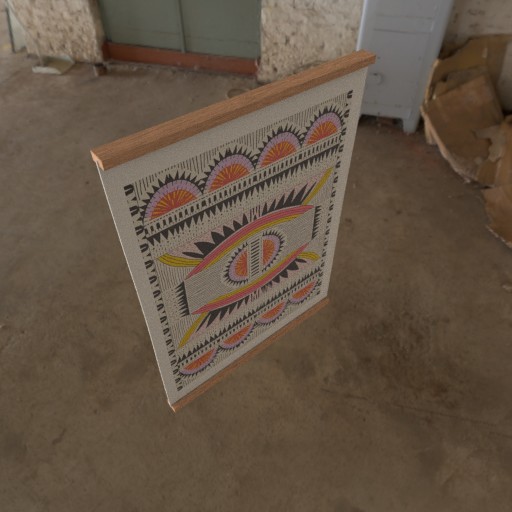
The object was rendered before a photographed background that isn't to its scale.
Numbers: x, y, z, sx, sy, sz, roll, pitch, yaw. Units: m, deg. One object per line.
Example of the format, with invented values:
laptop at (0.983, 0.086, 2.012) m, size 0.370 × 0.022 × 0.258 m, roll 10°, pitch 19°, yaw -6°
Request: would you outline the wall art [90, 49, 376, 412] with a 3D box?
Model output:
wall art at (0.000, 0.000, 0.803) m, size 0.456 × 0.609 × 0.028 m, roll -30°, pitch 53°, yaw -26°
